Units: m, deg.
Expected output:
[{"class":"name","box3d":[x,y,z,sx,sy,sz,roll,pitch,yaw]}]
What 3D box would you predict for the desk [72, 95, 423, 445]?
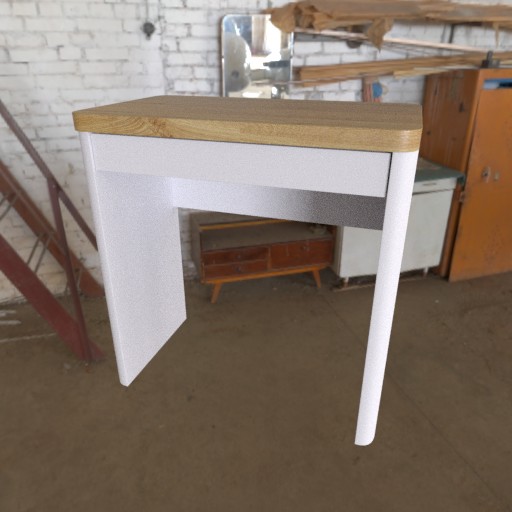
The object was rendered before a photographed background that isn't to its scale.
[{"class":"desk","box3d":[0.000,0.000,1.239,0.760,0.790,0.440,8,26,17]}]
